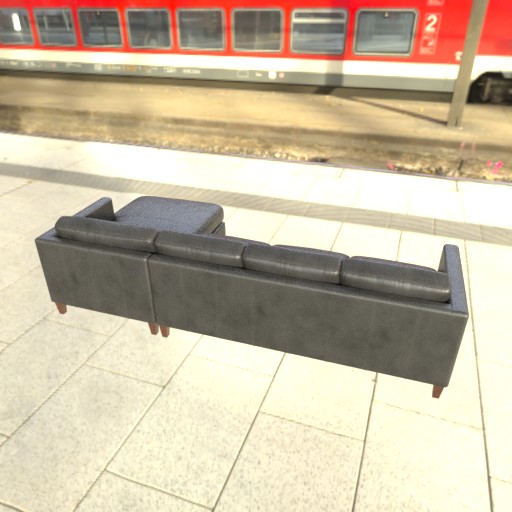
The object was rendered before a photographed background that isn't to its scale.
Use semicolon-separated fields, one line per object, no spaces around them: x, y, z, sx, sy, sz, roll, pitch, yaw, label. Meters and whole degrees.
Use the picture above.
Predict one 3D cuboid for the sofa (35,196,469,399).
0.000;0.000;3.877;3.203;0.883;1.581;9;31;15;sofa
